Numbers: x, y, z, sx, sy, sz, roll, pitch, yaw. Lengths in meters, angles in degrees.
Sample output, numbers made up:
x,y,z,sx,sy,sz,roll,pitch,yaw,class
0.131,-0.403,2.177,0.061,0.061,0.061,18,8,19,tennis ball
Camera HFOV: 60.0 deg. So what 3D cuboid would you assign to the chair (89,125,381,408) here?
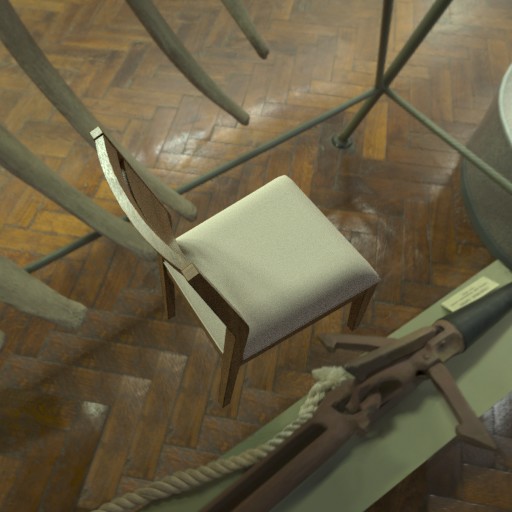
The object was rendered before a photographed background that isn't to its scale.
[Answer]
x,y,z,sx,sy,sz,roll,pitch,yaw,class
0.000,0.000,1.309,0.610,0.939,0.497,-30,63,-17,chair
